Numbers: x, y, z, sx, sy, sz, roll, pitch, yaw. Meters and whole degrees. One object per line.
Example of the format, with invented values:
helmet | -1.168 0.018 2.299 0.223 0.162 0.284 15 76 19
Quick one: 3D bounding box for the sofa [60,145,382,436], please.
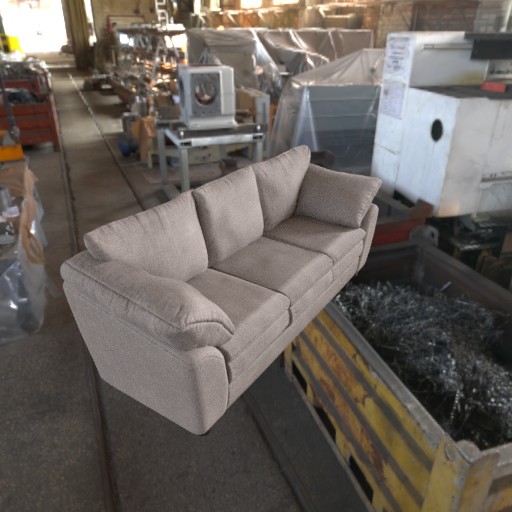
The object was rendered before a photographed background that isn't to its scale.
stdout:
sofa | 0.000 0.000 2.919 0.878 0.996 2.334 17 32 30
